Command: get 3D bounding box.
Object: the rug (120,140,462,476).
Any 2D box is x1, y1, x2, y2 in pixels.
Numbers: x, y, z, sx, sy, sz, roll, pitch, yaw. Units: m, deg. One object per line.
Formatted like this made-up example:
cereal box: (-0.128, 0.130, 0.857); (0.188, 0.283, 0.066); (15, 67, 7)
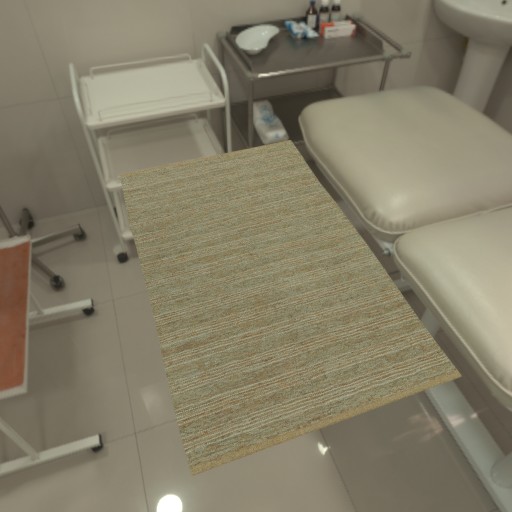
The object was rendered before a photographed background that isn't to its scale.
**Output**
rug: (0.000, 0.000, 3.041); (1.540, 0.012, 2.448); (-15, 49, -13)
